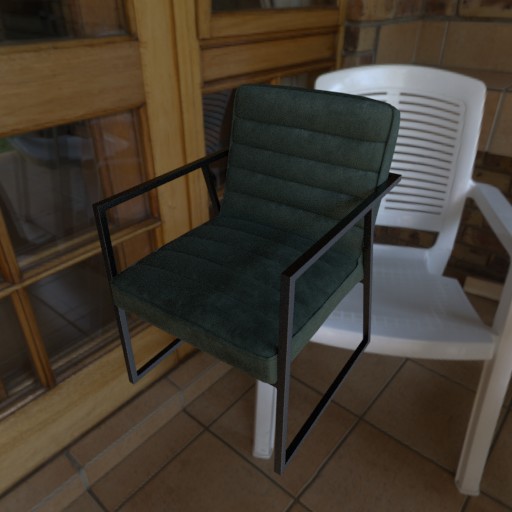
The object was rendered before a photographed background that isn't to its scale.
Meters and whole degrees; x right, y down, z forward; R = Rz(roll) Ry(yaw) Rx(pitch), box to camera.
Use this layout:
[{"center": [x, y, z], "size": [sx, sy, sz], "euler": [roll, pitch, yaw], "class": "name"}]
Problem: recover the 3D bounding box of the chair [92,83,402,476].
[{"center": [0.000, 0.000, 1.282], "size": [0.571, 0.833, 0.677], "euler": [20, 37, 29], "class": "chair"}]
